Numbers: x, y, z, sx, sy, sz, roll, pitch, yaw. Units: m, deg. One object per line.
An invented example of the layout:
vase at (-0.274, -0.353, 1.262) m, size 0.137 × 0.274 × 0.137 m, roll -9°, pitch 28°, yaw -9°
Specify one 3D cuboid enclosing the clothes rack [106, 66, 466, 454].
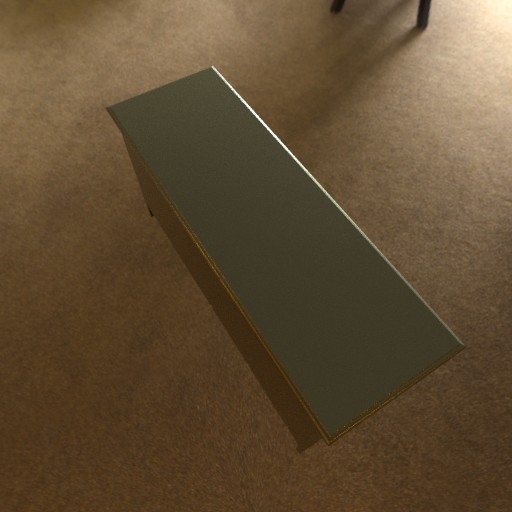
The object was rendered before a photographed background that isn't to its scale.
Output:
clothes rack at (0.000, 0.000, 1.481) m, size 0.406 × 0.556 × 1.219 m, roll -28°, pitch 63°, yaw -16°
